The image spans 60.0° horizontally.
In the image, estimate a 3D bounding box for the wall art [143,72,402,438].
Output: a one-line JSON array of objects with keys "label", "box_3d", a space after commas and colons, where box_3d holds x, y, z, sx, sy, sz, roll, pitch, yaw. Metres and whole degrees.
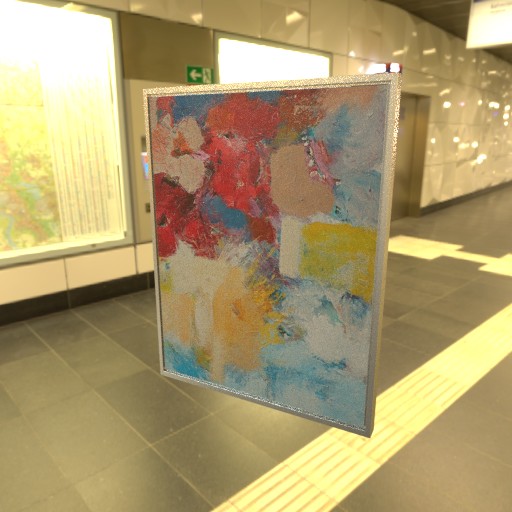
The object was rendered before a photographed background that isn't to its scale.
[{"label": "wall art", "box_3d": [0.000, 0.000, 0.776, 0.444, 0.569, 0.025, 8, 17, 27]}]
